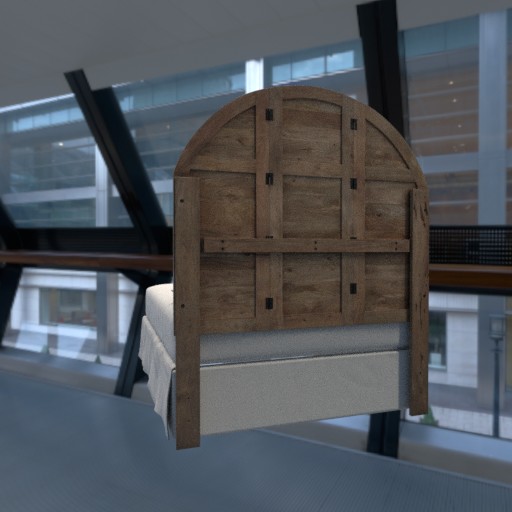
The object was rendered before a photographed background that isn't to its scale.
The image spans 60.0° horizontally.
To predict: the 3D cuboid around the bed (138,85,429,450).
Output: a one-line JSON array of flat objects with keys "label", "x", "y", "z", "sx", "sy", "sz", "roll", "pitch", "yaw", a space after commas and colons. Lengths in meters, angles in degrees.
[{"label": "bed", "x": 0.000, "y": 0.000, "z": 3.562, "sx": 1.713, "sy": 2.002, "sz": 2.112, "roll": 0, "pitch": 1, "yaw": -19}]
